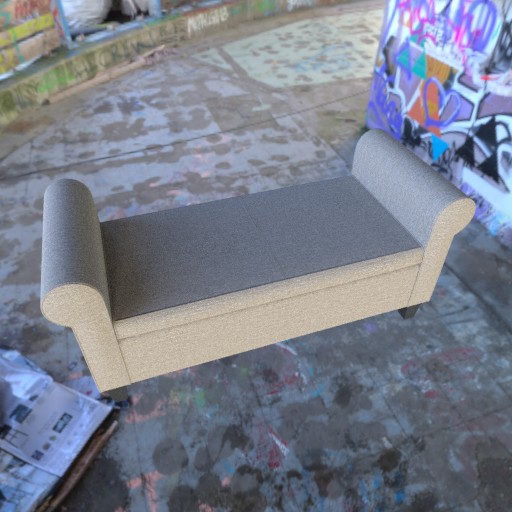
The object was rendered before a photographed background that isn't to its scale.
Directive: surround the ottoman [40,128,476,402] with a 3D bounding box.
[{"bbox_3d":[0.000,0.000,1.526,1.256,0.547,0.521,-13,43,-14],"label":"ottoman"}]
